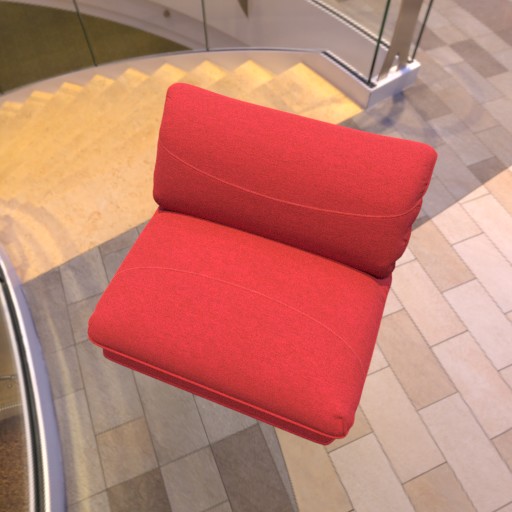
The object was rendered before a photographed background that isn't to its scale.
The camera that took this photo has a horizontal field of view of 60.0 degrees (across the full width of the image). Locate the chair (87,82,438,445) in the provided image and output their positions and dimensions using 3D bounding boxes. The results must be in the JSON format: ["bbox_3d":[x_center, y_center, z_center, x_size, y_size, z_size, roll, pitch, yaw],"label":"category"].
[{"bbox_3d":[0.000,0.000,1.325,0.820,0.580,0.780,18,59,11],"label":"chair"}]
